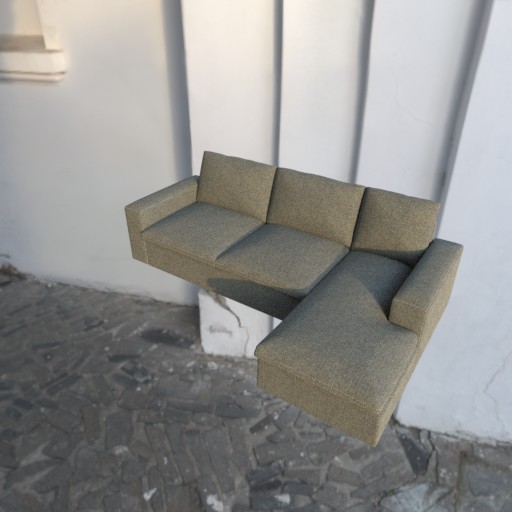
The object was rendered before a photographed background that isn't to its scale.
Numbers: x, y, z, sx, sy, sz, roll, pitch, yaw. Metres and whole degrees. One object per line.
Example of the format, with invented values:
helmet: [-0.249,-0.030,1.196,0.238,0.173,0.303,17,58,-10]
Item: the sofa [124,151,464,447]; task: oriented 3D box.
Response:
sofa: [0.000,0.000,3.519,2.718,0.940,1.689,19,36,29]
